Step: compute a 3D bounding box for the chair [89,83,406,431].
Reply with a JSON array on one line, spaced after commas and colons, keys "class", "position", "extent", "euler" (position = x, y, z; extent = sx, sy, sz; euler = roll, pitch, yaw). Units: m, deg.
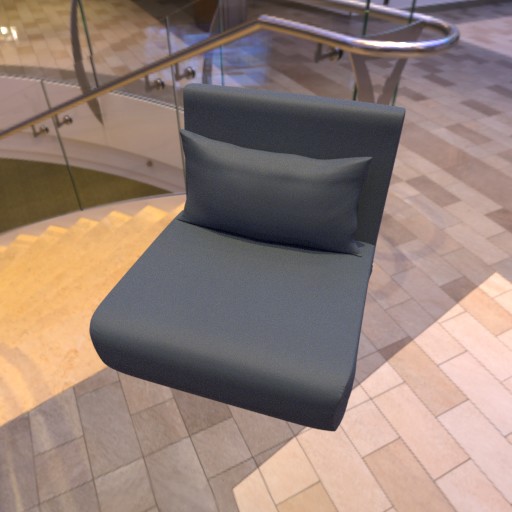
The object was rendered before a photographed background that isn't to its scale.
[{"class": "chair", "position": [0.000, 0.000, 1.474], "extent": [0.770, 0.808, 0.900], "euler": [12, 42, 13]}]
